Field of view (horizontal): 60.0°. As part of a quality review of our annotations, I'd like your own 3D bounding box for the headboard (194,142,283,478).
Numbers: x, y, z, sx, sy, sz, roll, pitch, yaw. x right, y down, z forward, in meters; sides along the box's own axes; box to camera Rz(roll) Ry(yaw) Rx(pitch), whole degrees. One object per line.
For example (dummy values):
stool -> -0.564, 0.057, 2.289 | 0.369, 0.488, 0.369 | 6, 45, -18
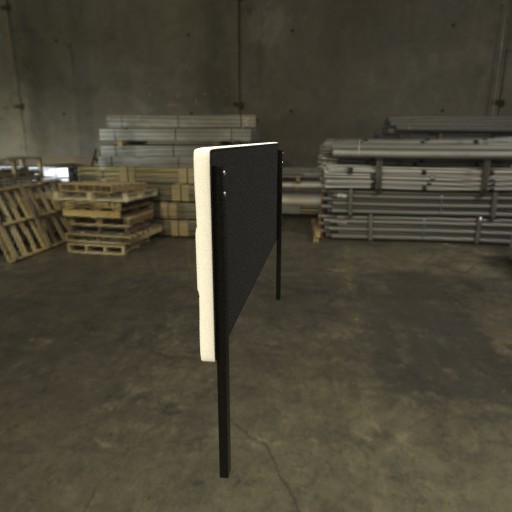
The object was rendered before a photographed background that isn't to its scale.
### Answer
headboard -> 0.000, 0.000, 2.873 | 0.120, 1.410, 2.362 | 2, 15, 8
